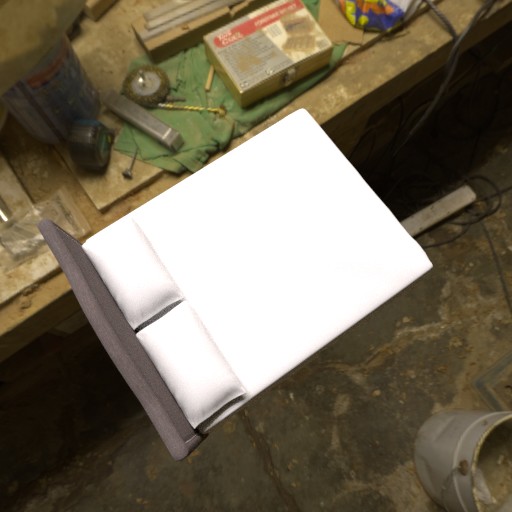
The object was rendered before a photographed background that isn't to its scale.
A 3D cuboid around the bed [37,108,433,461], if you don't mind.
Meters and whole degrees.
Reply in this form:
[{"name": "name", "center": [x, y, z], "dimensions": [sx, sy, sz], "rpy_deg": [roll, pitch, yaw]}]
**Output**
[{"name": "bed", "center": [0.000, 0.000, 3.964], "dimensions": [2.689, 1.457, 2.161], "rpy_deg": [-34, 77, -9]}]
